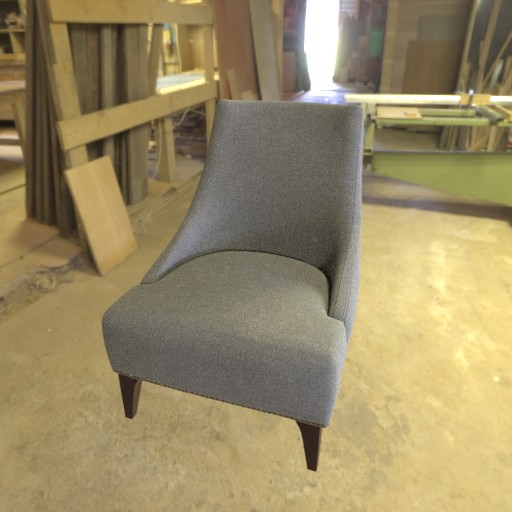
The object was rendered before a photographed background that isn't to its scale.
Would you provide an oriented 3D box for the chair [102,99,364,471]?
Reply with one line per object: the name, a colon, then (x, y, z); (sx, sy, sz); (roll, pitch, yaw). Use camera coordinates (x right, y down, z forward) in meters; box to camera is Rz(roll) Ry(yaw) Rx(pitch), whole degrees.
chair: (0.000, 0.000, 1.491); (0.701, 0.909, 0.861); (8, 27, 17)
